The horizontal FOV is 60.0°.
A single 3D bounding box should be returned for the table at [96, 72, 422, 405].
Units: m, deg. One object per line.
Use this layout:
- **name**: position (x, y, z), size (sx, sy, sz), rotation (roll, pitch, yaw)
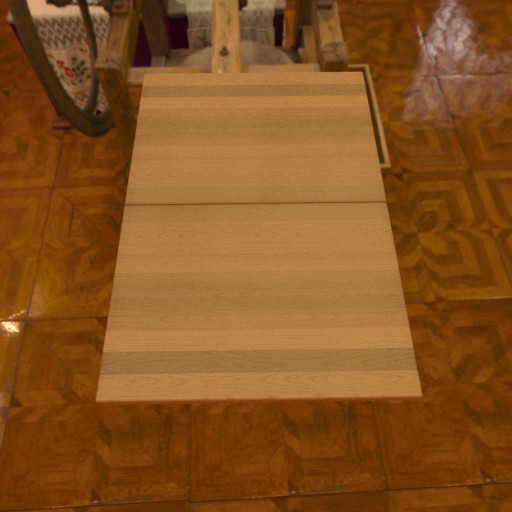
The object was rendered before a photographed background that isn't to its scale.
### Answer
- **table**: position (0.000, 0.000, 1.852), size (0.900, 0.770, 1.300), rotation (-1, 62, 0)
